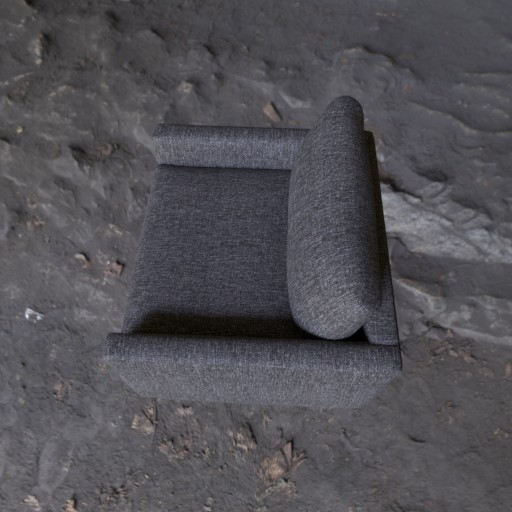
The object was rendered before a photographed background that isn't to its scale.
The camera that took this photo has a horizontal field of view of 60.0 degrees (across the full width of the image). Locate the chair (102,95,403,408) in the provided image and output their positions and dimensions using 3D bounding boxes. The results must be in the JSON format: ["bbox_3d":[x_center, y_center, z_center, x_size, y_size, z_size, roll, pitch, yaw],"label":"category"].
[{"bbox_3d":[0.000,0.000,1.630,0.866,0.861,0.963,2,59,1],"label":"chair"}]
